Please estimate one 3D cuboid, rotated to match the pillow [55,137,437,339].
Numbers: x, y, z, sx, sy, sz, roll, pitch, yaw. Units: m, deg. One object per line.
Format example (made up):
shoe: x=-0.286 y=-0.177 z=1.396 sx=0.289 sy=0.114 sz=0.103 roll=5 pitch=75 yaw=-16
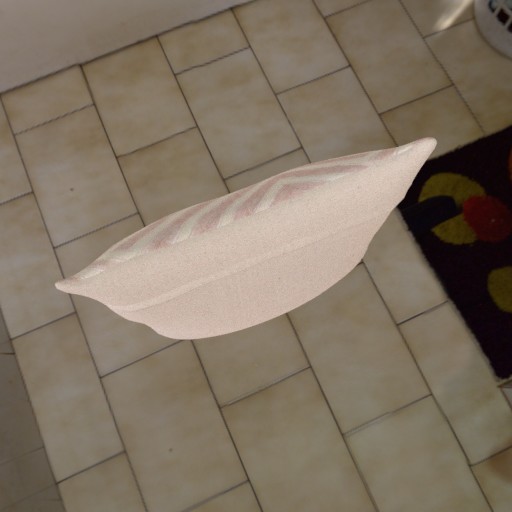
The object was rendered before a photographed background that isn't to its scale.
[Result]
pillow: x=0.000 y=0.000 z=0.670 sx=0.440 sy=0.441 sz=0.182 roll=-21 pitch=77 yaw=-5
